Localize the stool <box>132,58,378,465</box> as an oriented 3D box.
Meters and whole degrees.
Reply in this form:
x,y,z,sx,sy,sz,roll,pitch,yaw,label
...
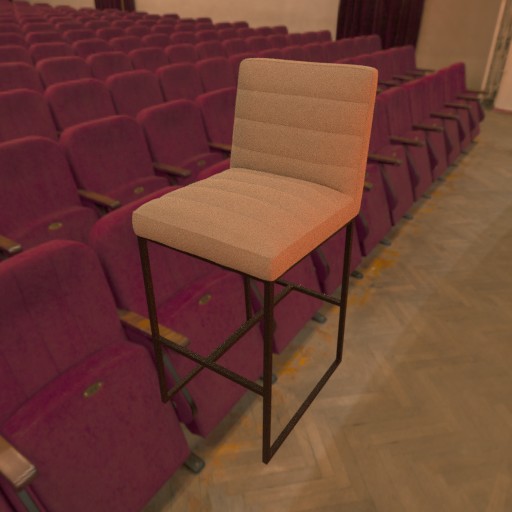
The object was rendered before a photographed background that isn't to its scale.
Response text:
x,y,z,sx,sy,sz,roll,pitch,yaw,label
0.000,0.000,1.368,0.464,1.061,0.573,18,34,29,stool
